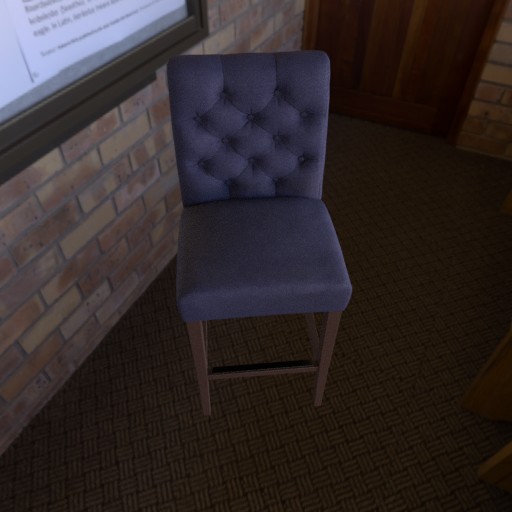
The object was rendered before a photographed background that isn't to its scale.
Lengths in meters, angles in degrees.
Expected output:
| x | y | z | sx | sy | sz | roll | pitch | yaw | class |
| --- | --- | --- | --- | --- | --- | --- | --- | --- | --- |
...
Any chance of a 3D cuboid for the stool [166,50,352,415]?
| x | y | z | sx | sy | sz | roll | pitch | yaw | class |
| --- | --- | --- | --- | --- | --- | --- | --- | --- | --- |
| 0.000 | 0.000 | 1.495 | 0.493 | 1.140 | 0.601 | -4 | 47 | -4 | stool |
